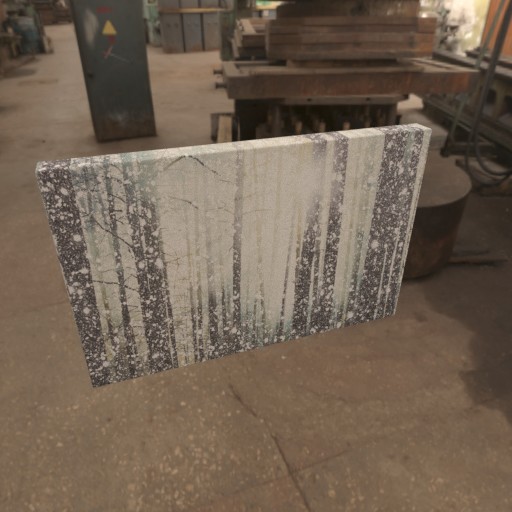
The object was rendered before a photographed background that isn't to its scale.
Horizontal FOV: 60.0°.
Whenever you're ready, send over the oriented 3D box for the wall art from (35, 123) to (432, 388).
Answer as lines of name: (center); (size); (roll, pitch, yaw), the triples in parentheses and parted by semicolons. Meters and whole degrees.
wall art: (0.000, 0.000, 0.776); (0.618, 0.398, 0.042); (-10, 33, -16)
